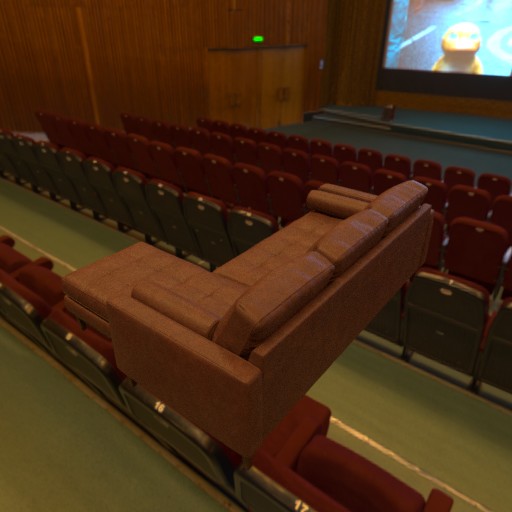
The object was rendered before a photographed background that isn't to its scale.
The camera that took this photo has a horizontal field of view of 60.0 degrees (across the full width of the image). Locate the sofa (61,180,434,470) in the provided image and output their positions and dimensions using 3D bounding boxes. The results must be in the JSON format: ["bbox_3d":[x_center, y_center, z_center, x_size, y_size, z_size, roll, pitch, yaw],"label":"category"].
[{"bbox_3d":[0.000,0.000,2.961,1.613,0.841,2.185,21,35,32],"label":"sofa"}]
